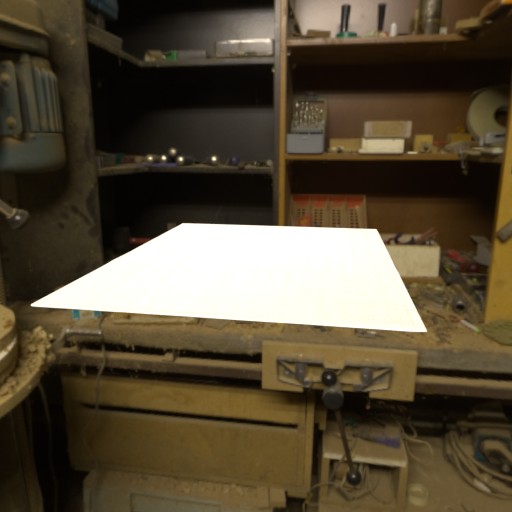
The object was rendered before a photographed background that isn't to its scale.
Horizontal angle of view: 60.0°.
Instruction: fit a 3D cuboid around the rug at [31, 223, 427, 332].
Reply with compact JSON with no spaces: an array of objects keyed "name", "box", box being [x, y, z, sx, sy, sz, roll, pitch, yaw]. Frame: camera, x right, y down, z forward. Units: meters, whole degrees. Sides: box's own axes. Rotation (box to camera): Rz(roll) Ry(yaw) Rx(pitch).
[{"name":"rug","box":[0.000,0.000,4.062,2.423,0.019,3.009,2,15,9]}]
